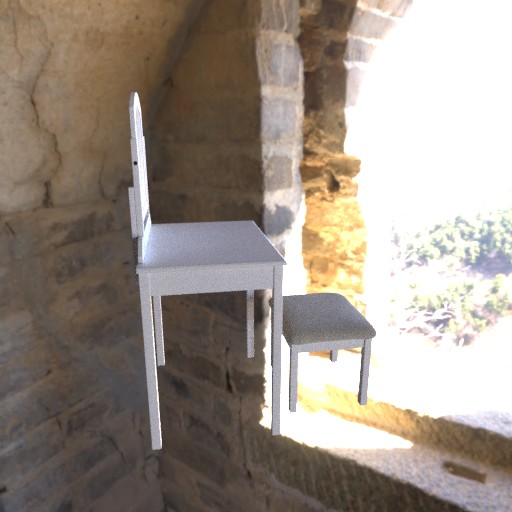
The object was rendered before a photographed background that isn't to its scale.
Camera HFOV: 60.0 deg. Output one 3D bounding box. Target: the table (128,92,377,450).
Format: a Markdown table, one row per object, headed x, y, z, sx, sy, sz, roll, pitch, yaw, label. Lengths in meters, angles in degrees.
| x | y | z | sx | sy | sz | roll | pitch | yaw | label |
| --- | --- | --- | --- | --- | --- | --- | --- | --- | --- |
| 0.000 | 0.000 | 2.369 | 1.211 | 1.631 | 0.876 | -3 | 17 | -10 | table |
